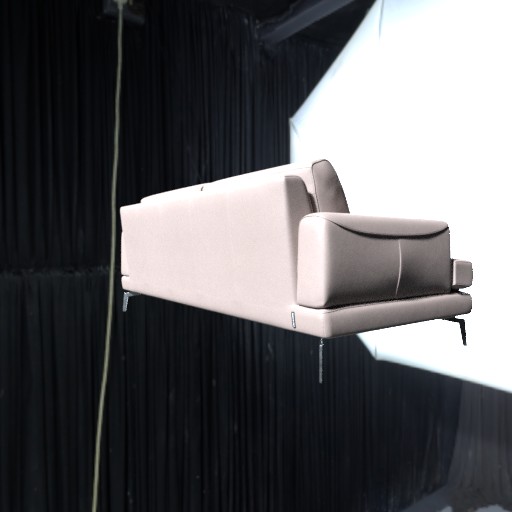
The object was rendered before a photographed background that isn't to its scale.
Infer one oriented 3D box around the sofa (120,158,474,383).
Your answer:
[{"bbox_3d":[0.000,0.000,2.422,0.974,0.765,1.940,-1,2,-36],"label":"sofa"}]
